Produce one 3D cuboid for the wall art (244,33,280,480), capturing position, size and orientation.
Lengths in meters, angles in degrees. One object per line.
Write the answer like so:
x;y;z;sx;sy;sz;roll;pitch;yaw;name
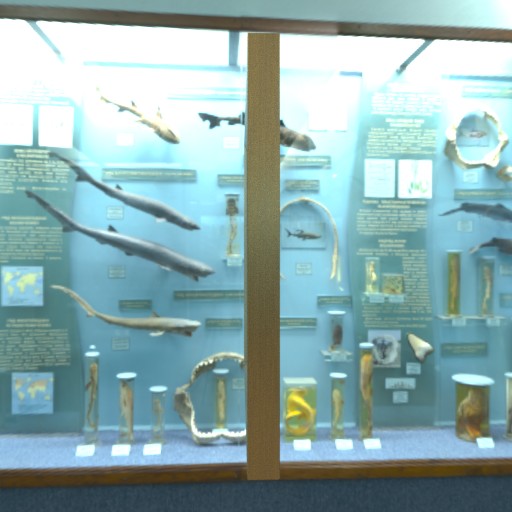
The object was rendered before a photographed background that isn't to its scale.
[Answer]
0.000;0.000;0.753;0.037;0.505;0.505;0;0;-2;wall art
